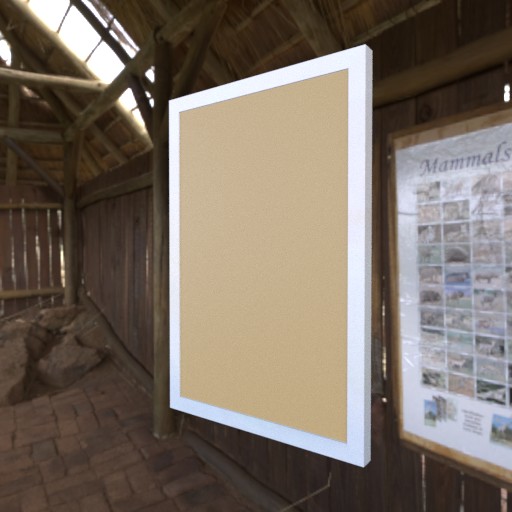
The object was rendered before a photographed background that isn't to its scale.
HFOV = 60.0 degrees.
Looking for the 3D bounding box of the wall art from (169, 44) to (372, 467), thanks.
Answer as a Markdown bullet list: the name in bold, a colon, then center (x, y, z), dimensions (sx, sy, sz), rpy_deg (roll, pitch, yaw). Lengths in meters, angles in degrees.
- **wall art**: center (0.000, 0.000, 1.155), dimensions (0.612, 0.915, 0.039), rpy_deg (1, 1, 36)
